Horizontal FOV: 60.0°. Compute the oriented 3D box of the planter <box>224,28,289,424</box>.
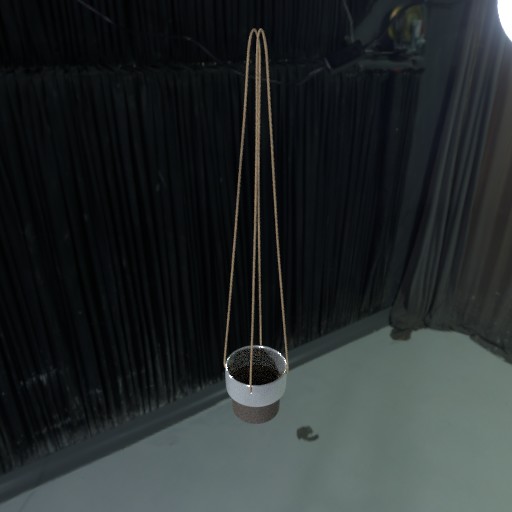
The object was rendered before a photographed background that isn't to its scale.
[{"bbox_3d":[0.000,0.000,1.175,0.187,1.073,0.187,-18,32,-32],"label":"planter"}]
